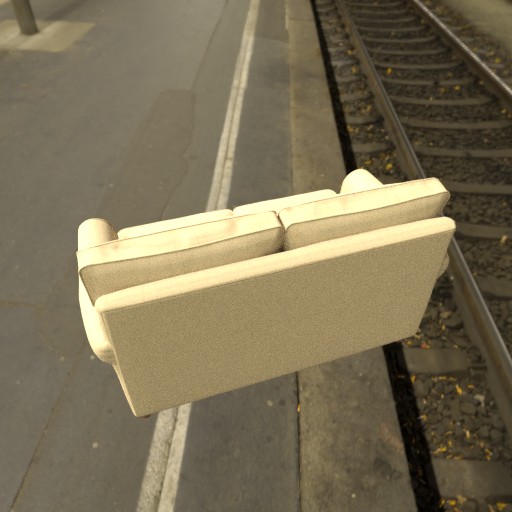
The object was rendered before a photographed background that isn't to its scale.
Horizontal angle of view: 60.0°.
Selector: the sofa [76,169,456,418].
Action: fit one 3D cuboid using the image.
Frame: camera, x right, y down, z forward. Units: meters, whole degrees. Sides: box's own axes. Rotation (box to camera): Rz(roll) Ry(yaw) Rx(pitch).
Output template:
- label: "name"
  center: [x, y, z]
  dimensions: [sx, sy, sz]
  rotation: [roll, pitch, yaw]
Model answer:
- label: "sofa"
  center: [0.000, 0.000, 2.235]
  dimensions: [1.665, 0.937, 0.964]
  rotation: [-13, 43, -14]
